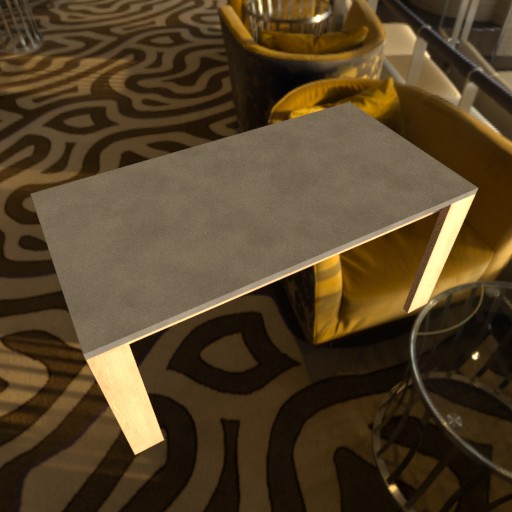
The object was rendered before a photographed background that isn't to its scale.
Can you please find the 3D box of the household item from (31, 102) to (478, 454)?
[{"bbox_3d":[0.000,0.000,2.062,1.600,0.755,0.850,-22,50,-20],"label":"household item"}]
